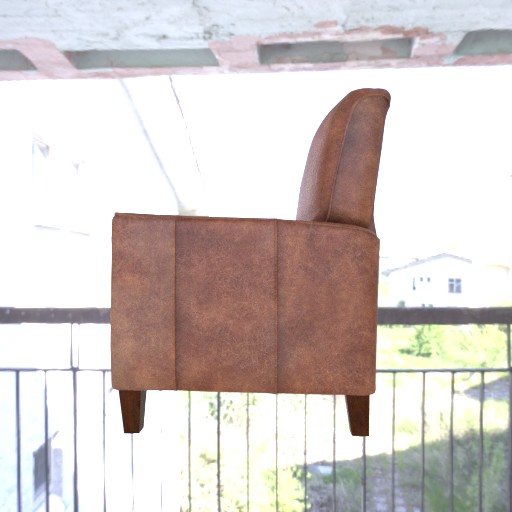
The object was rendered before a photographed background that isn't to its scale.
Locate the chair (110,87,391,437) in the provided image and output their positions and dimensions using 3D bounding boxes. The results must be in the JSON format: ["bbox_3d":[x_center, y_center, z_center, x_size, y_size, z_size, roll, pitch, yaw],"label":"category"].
[{"bbox_3d":[0.000,0.000,1.643,0.836,1.043,0.843,0,-1,2],"label":"chair"}]
